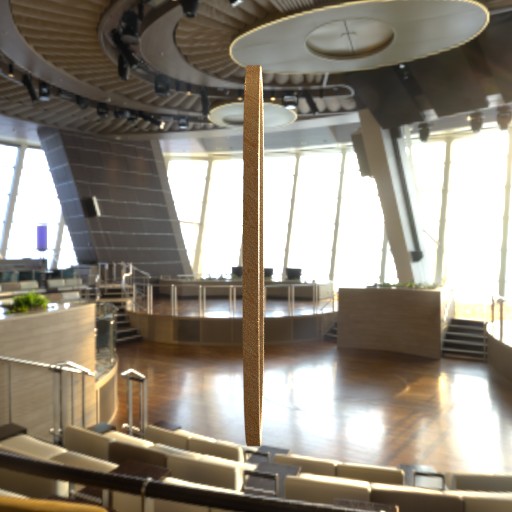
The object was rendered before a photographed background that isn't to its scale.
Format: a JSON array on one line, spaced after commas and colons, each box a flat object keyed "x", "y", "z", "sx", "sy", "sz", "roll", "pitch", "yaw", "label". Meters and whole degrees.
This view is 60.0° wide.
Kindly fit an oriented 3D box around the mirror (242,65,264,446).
[{"x": 0.000, "y": 0.000, "z": 1.350, "sx": 0.037, "sy": 1.075, "sz": 0.724, "roll": 0, "pitch": 1, "yaw": 2, "label": "mirror"}]
